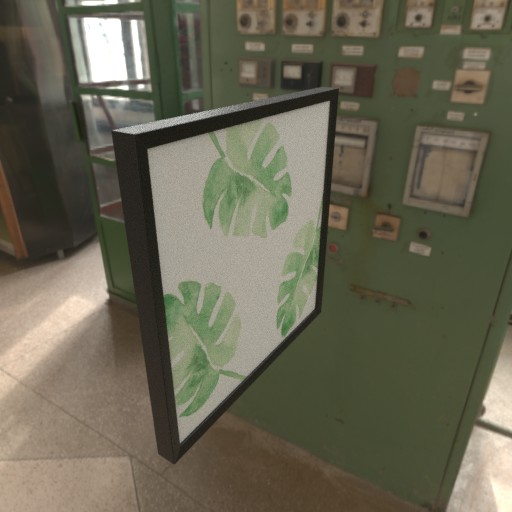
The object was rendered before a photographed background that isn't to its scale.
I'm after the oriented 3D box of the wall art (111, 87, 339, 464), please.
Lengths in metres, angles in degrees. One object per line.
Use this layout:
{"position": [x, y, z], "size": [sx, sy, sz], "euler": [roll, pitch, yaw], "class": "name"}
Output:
{"position": [0.000, 0.000, 0.772], "size": [0.036, 0.508, 0.508], "euler": [17, 32, 30], "class": "wall art"}
